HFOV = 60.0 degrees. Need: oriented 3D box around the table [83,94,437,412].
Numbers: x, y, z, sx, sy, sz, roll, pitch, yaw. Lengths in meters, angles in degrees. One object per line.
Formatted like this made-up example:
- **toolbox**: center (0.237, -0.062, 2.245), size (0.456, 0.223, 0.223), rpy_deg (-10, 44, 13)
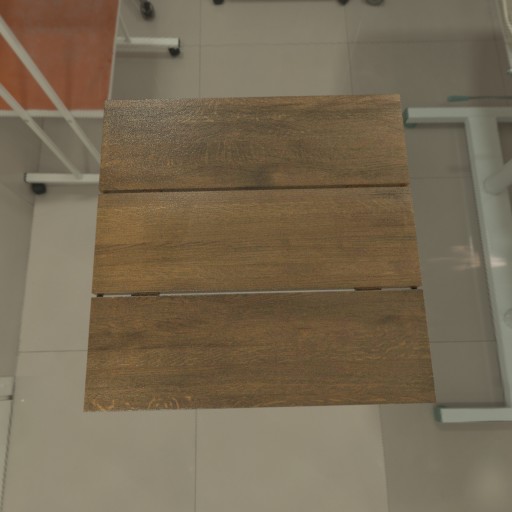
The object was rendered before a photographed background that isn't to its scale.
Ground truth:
- **table**: center (0.000, 0.000, 1.434), size (0.900, 0.400, 0.900), rpy_deg (-1, 76, 0)
